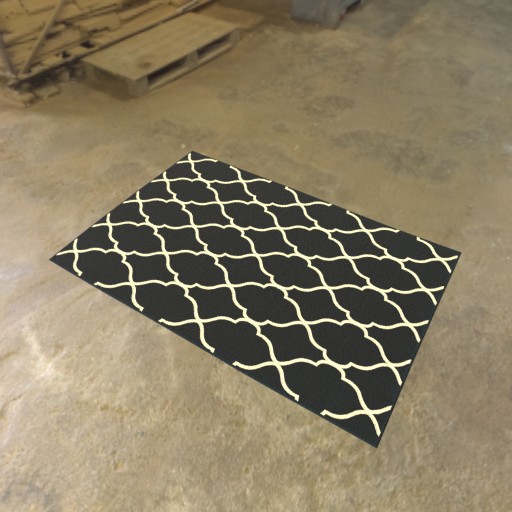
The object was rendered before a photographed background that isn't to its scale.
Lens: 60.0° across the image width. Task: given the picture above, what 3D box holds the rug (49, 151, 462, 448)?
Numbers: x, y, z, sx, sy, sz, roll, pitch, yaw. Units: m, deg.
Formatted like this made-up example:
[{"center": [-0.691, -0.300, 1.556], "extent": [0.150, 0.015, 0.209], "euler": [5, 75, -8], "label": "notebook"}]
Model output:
[{"center": [0.000, 0.000, 2.942], "extent": [2.294, 0.014, 1.528], "euler": [24, 51, 22], "label": "rug"}]
